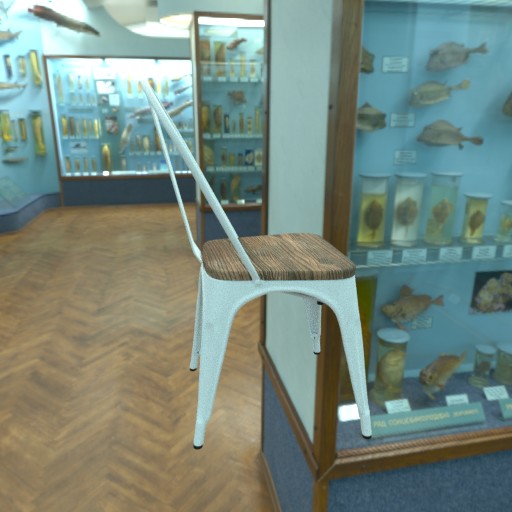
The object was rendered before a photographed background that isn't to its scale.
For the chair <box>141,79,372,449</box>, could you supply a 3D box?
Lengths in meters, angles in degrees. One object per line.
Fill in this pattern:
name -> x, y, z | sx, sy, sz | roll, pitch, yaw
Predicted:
chair -> 0.000, 0.000, 1.162 | 0.521, 0.851, 0.452 | -3, 17, -9
